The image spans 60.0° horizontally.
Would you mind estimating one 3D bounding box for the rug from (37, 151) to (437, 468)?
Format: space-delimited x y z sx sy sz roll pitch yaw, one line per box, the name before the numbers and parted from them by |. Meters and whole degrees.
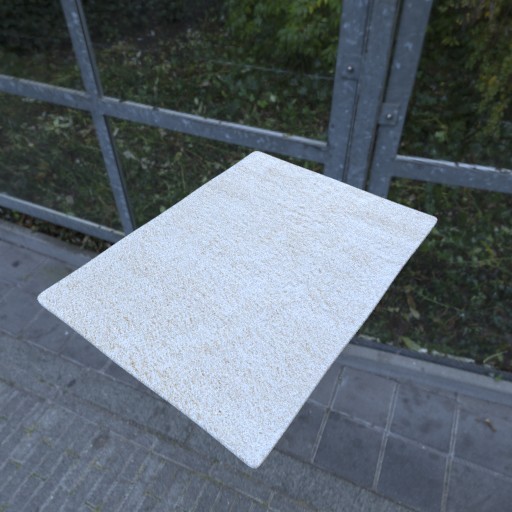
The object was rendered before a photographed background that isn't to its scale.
rug | 0.000 0.000 2.128 1.200 0.027 1.600 27 49 26
